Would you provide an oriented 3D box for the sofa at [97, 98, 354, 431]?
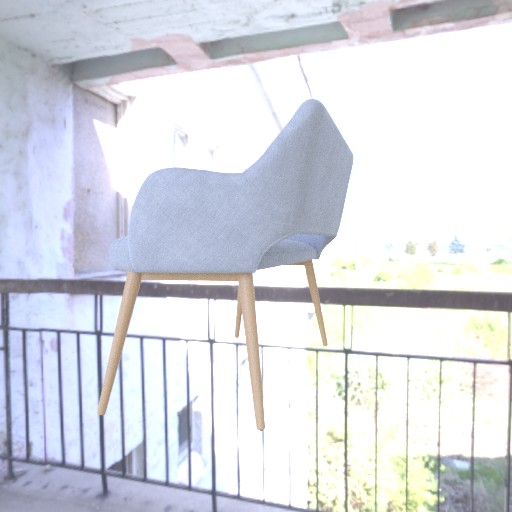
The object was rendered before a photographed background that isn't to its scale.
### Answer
[{"bbox_3d":[0.000,0.000,1.585,0.610,0.840,1.150,1,2,19],"label":"sofa"}]
